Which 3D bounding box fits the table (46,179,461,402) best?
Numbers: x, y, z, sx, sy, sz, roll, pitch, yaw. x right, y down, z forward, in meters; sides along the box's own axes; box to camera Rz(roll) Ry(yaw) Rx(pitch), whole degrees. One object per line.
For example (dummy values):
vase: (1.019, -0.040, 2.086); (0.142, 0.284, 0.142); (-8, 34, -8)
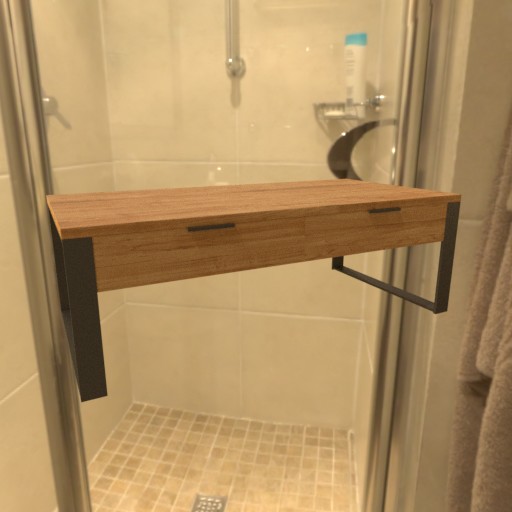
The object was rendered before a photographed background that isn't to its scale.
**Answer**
table: (0.000, 0.000, 1.452); (1.180, 0.400, 0.590); (-8, 17, -26)
